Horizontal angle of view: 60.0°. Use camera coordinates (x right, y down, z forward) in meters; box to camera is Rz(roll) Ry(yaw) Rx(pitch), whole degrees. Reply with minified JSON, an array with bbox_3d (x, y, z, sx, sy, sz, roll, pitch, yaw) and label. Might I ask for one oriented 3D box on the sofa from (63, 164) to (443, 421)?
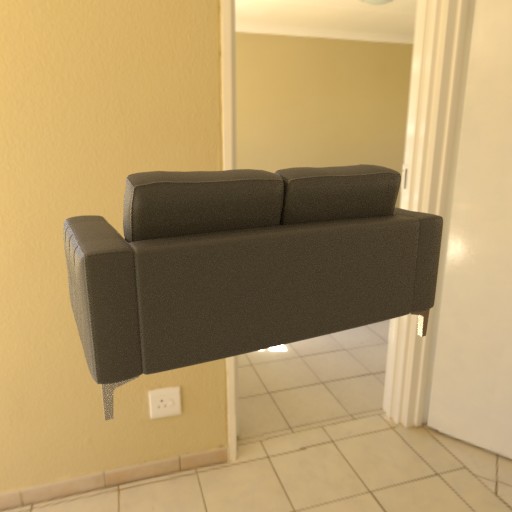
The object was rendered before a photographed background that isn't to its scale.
[{"bbox_3d":[0.000,0.000,2.225,1.726,0.892,0.833,-7,17,-26],"label":"sofa"}]
